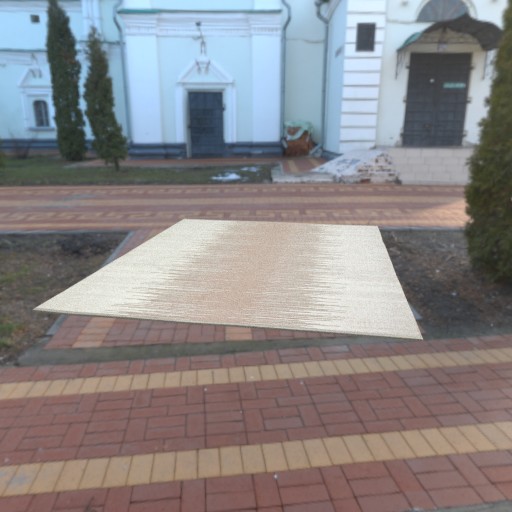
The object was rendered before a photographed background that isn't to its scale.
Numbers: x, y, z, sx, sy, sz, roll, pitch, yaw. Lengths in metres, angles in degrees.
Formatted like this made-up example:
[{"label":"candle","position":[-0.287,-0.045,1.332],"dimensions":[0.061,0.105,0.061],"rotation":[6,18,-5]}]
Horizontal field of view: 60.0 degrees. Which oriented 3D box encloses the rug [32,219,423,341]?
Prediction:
[{"label":"rug","position":[0.000,0.000,4.114],"dimensions":[2.438,0.013,3.048],"rotation":[3,16,10]}]
